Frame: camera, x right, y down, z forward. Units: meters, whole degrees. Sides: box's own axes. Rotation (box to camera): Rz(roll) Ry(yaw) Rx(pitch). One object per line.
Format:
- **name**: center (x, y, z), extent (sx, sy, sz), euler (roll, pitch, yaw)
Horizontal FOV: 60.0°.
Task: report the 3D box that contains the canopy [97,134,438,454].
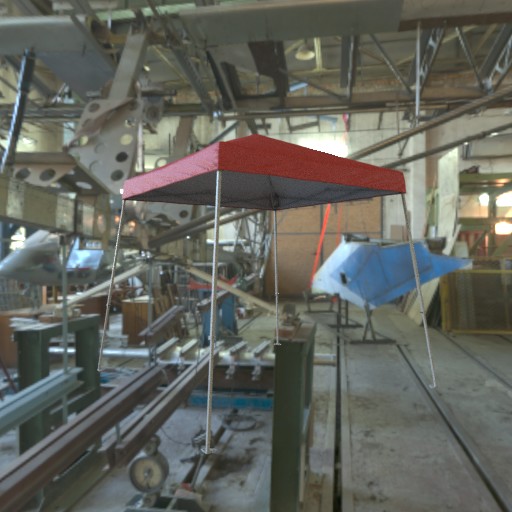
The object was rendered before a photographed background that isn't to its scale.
- **canopy**: center (0.000, 0.000, 6.539), extent (3.600, 3.600, 3.599), euler (0, 0, -35)
